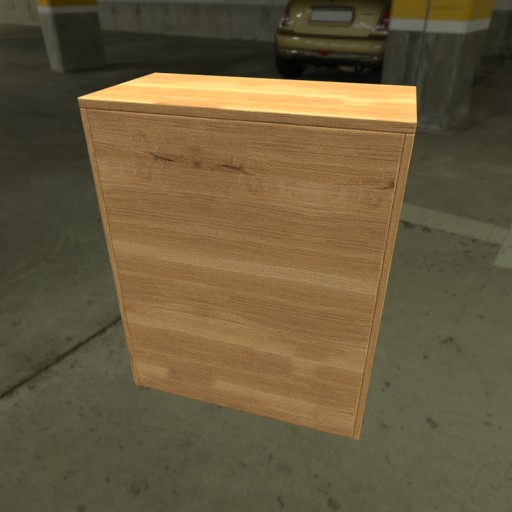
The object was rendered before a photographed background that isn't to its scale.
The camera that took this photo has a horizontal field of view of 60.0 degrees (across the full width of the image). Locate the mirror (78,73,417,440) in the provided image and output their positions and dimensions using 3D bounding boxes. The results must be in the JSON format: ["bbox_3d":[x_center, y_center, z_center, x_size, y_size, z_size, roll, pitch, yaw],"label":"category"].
[{"bbox_3d":[0.000,0.000,1.414,0.800,1.000,0.400,9,32,14],"label":"mirror"}]
